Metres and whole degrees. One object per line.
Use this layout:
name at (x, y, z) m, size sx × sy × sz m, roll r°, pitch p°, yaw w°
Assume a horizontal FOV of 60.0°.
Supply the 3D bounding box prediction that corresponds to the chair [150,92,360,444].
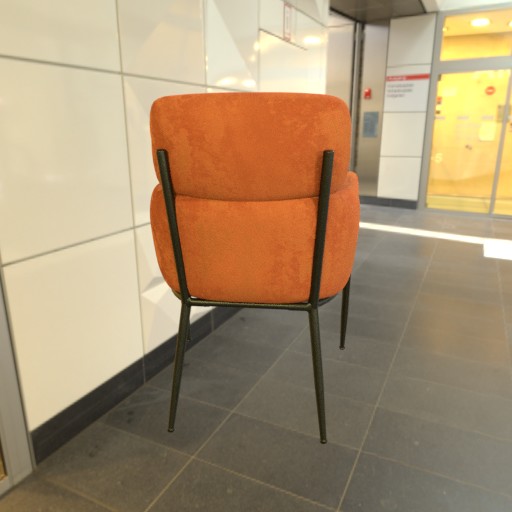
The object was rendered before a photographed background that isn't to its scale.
chair at (0.000, 0.000, 1.157) m, size 0.561 × 0.772 × 0.523 m, roll 2°, pitch 16°, yaw 6°
